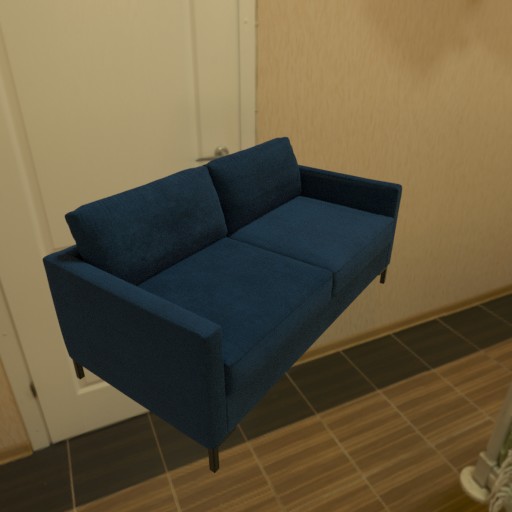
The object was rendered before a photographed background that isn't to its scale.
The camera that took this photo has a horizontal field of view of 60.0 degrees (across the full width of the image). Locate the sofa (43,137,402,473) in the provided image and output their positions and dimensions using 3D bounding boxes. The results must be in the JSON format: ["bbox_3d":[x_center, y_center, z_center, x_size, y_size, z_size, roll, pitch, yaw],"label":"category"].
[{"bbox_3d":[0.000,0.000,2.175,0.875,0.817,1.676,19,33,31],"label":"sofa"}]
